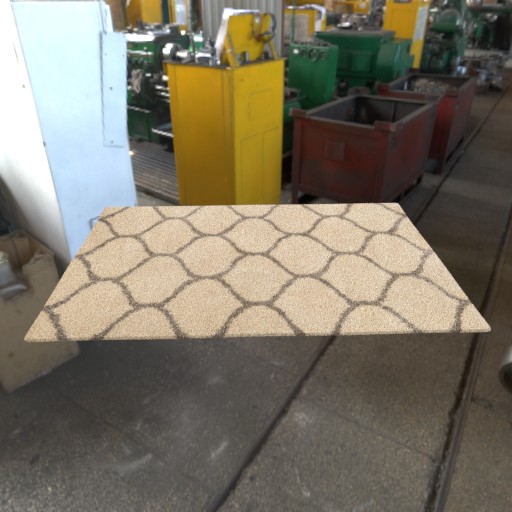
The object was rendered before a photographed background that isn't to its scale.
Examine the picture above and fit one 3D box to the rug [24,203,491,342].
[{"bbox_3d":[0.000,0.000,3.316,2.701,0.026,1.801,-1,31,-2],"label":"rug"}]
